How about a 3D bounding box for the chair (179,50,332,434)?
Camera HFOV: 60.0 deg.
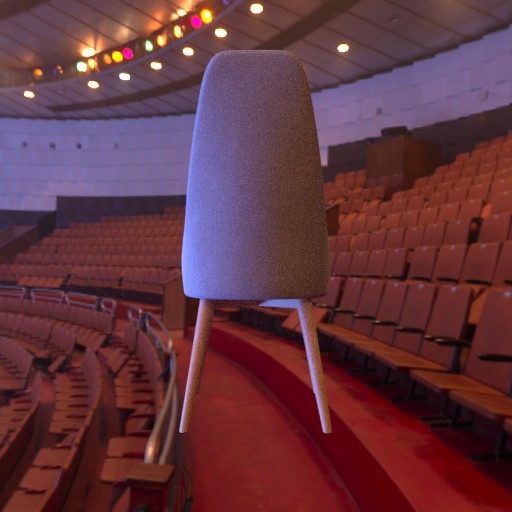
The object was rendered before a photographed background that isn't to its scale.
[{"bbox_3d":[0.000,0.000,1.443,0.510,1.040,0.660,0,-2,0],"label":"chair"}]
